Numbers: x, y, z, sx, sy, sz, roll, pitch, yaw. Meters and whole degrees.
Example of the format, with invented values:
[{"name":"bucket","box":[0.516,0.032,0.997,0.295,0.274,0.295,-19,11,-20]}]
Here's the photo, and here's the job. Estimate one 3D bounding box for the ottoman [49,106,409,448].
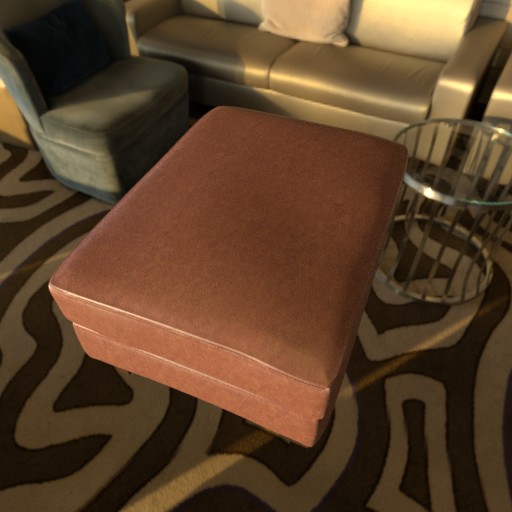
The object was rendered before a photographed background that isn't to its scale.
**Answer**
[{"name":"ottoman","box":[0.000,0.000,1.248,0.650,0.485,0.851,17,49,15]}]
